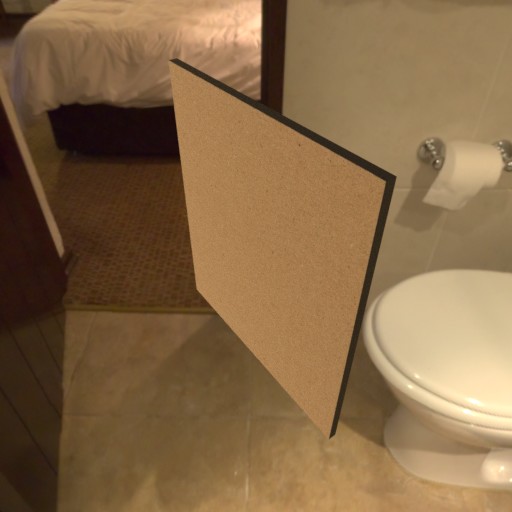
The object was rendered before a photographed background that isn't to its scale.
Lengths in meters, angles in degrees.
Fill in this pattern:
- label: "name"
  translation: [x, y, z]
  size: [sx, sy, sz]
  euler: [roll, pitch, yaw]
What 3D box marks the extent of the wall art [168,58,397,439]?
- label: "wall art"
  translation: [0.000, 0.000, 1.237]
  size: [0.028, 0.863, 0.755]
  euler: [-25, 47, -26]
